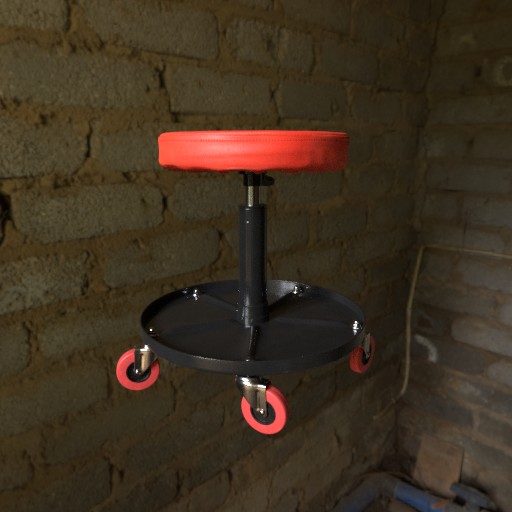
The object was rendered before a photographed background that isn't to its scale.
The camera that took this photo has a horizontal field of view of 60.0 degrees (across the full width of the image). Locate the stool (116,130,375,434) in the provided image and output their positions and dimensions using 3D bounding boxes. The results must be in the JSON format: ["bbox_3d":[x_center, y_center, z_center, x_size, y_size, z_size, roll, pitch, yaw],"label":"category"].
[{"bbox_3d":[0.000,0.000,0.686,0.381,0.365,0.382,2,14,7],"label":"stool"}]
